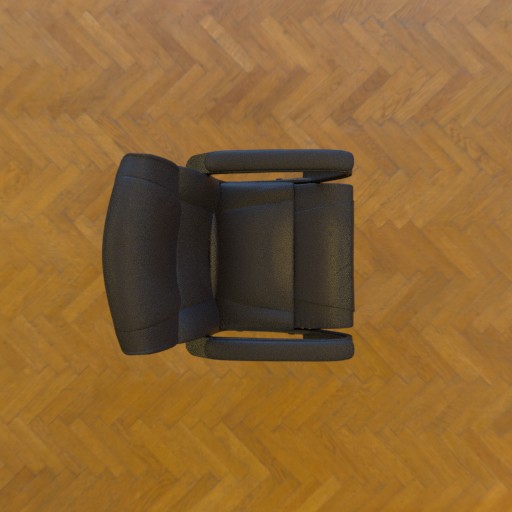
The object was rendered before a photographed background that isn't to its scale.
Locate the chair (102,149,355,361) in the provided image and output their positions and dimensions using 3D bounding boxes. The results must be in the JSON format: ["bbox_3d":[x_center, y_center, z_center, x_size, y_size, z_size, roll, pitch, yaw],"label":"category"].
[{"bbox_3d":[0.000,0.000,1.413,0.641,0.998,0.576,0,89,1],"label":"chair"}]
